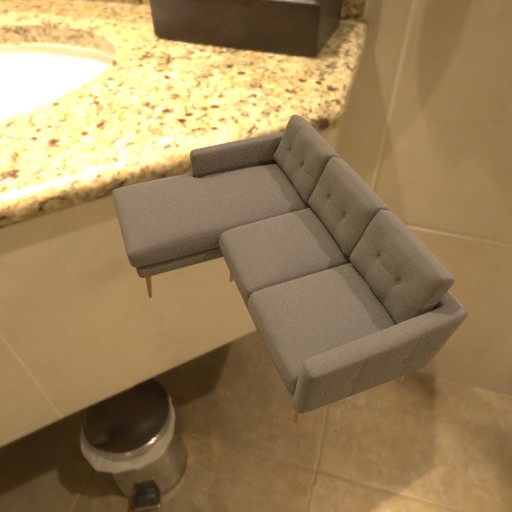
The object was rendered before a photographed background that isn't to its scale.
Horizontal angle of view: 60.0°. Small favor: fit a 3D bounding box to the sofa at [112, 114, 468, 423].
[{"bbox_3d":[0.000,0.000,2.815,1.530,0.860,2.040,-15,47,-15],"label":"sofa"}]
